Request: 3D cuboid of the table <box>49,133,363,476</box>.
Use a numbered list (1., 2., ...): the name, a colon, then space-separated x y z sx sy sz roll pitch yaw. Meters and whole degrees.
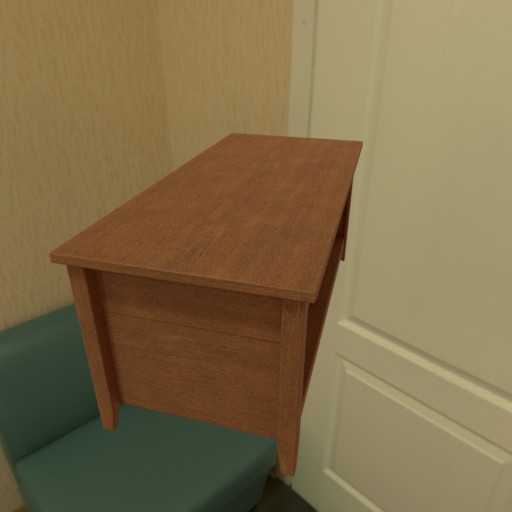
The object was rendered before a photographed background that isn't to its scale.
1. table: 0.000 0.000 1.274 0.483 0.457 1.016 8 29 14
